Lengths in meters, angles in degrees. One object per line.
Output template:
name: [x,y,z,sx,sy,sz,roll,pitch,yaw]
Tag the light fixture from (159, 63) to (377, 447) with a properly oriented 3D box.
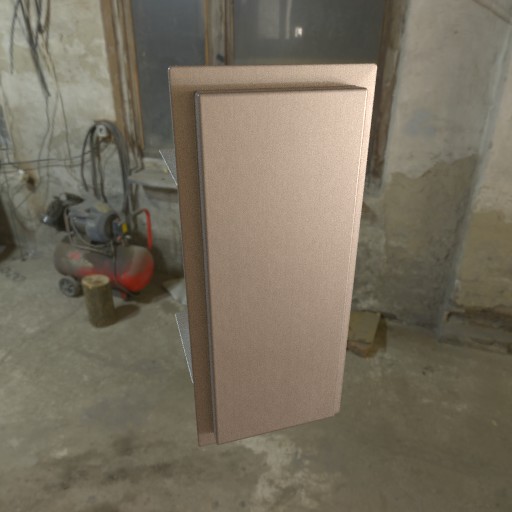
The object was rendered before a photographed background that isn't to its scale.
light fixture: [0.000,0.000,0.473,0.168,0.380,0.160,-8,27,-15]
